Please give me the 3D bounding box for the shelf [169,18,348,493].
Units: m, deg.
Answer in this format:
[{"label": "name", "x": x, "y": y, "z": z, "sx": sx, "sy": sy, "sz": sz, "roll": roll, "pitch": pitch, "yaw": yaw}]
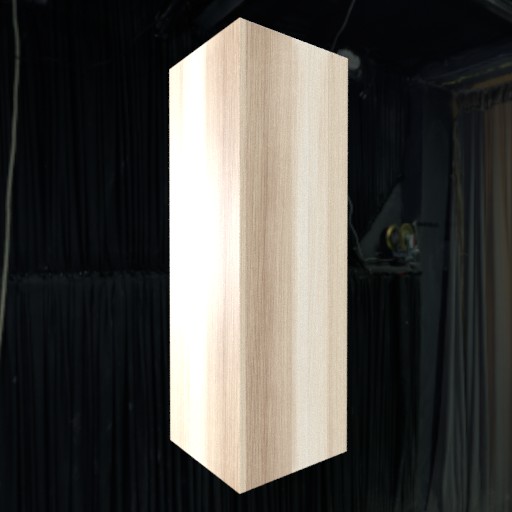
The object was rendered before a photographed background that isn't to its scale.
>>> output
[{"label": "shelf", "x": 0.000, "y": 0.000, "z": 1.014, "sx": 0.290, "sy": 0.872, "sz": 0.290, "roll": -1, "pitch": 1, "yaw": -37}]
